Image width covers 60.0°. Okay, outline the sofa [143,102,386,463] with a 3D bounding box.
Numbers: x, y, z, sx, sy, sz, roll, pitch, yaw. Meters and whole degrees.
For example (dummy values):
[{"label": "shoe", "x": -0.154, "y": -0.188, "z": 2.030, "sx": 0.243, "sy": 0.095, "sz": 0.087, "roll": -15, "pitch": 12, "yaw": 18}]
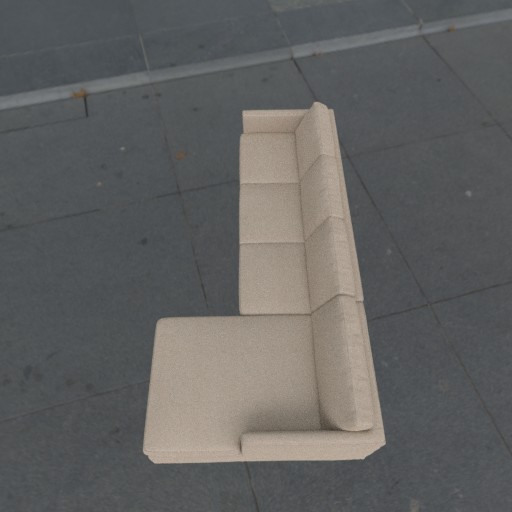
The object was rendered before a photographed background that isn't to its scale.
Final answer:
[{"label": "sofa", "x": 0.000, "y": 0.000, "z": 3.850, "sx": 1.622, "sy": 0.867, "sz": 3.177, "roll": -1, "pitch": 58, "yaw": 0}]
